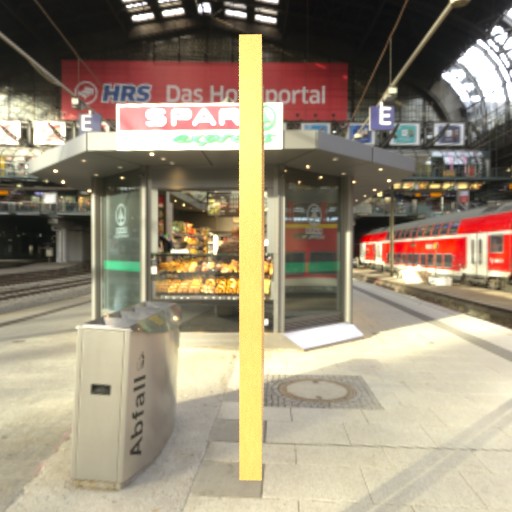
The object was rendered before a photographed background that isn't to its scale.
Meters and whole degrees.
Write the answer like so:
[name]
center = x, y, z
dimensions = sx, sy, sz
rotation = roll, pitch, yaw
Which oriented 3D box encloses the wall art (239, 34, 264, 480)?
[wall art]
center = 0.000, 0.000, 2.891
dimensions = 0.097, 1.936, 1.935
rotation = 0, 1, 1
